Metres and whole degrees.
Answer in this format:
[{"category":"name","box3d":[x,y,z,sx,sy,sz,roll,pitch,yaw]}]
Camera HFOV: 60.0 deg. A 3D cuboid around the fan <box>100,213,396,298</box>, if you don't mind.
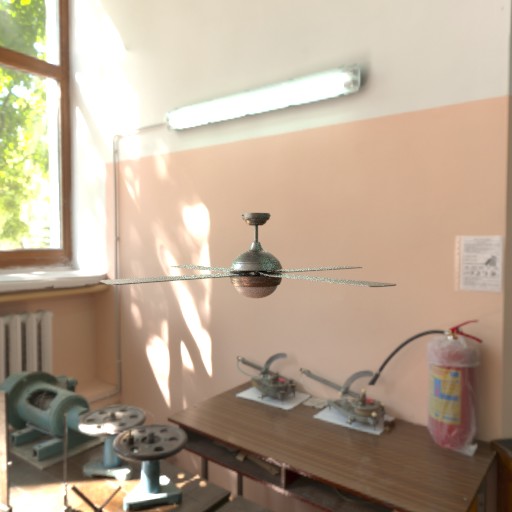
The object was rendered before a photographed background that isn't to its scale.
[{"category":"fan","box3d":[0.000,0.000,1.994,1.321,0.381,1.321,-1,2,-18]}]
